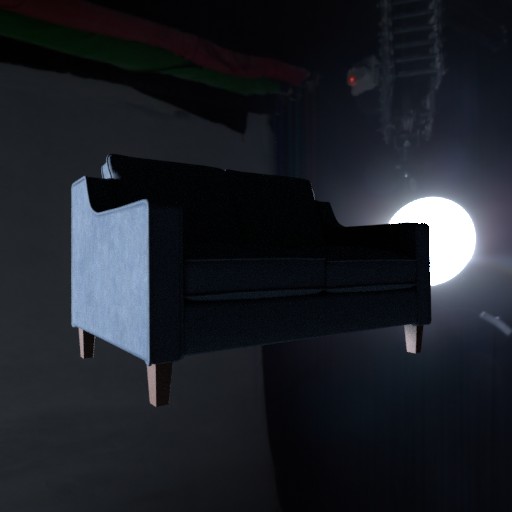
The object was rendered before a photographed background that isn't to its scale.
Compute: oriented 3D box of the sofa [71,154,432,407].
[{"bbox_3d":[0.000,0.000,2.178,1.501,0.971,0.987,0,-1,-36],"label":"sofa"}]
